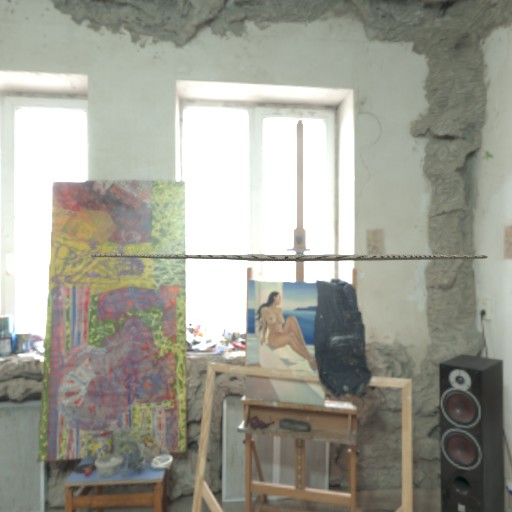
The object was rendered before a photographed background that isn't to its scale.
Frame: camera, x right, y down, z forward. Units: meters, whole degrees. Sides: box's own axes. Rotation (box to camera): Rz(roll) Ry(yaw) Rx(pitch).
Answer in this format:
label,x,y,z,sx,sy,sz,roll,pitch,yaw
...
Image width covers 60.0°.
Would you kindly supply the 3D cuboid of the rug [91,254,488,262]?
label,x,y,z,sx,sy,sz,roll,pitch,yaw
rug,0.000,0.000,3.049,1.539,0.023,2.406,0,1,-36
